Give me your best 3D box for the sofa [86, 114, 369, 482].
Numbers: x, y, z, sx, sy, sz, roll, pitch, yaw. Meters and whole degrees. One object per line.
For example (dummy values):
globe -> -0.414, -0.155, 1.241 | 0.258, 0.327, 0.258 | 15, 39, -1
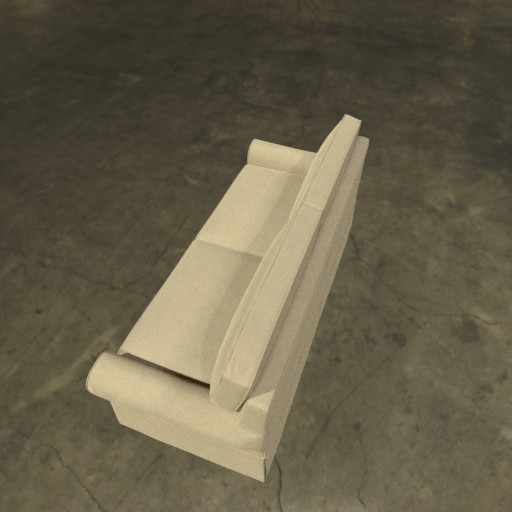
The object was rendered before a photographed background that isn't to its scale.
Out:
sofa -> 0.000, 0.000, 2.710 | 0.900, 1.014, 2.246 | 15, 48, 14
